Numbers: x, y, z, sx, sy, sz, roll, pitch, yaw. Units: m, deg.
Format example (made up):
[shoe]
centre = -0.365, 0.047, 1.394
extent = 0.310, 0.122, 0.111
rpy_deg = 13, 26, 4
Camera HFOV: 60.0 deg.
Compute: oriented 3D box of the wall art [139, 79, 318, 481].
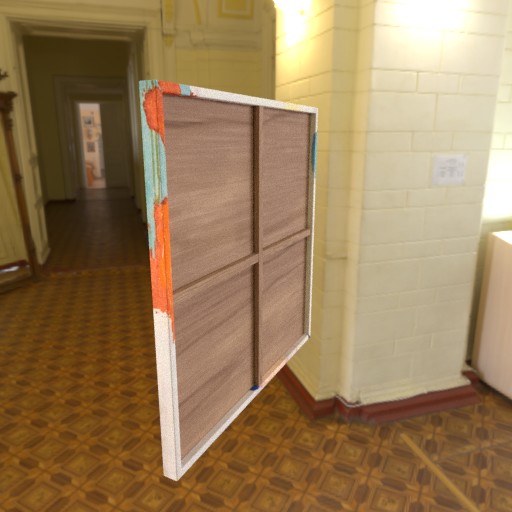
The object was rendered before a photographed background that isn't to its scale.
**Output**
[wall art]
centre = 0.000, 0.000, 1.211
extent = 0.037, 0.814, 0.814
rpy_deg = 8, 17, 26
